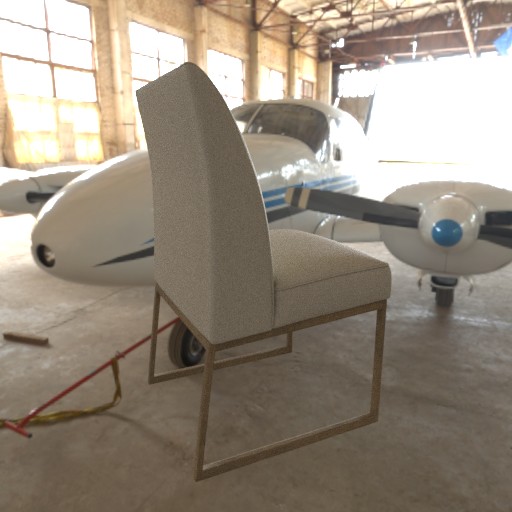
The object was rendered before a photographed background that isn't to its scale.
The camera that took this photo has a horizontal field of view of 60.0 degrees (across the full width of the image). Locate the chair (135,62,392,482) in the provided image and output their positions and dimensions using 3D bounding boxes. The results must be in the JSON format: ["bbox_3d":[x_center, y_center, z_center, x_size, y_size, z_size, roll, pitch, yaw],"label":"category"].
[{"bbox_3d":[0.000,0.000,1.186,0.522,0.863,0.508,-7,15,-25],"label":"chair"}]
